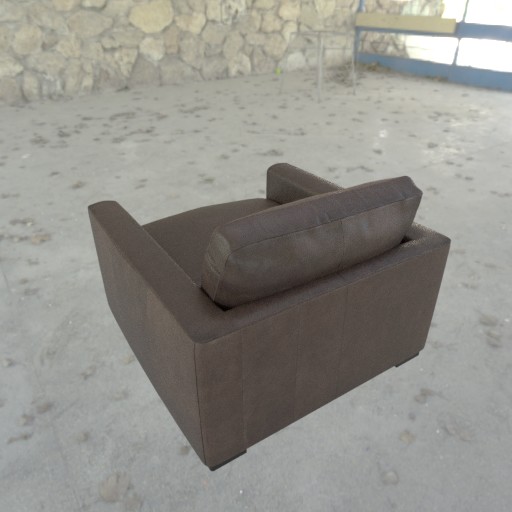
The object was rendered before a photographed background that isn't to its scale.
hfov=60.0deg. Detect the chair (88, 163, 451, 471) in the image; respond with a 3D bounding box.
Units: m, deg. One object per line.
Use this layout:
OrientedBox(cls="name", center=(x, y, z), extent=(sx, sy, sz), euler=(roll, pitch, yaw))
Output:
OrientedBox(cls="chair", center=(0.000, 0.000, 1.840), extent=(1.100, 0.812, 1.069), euler=(-18, 35, -28))
